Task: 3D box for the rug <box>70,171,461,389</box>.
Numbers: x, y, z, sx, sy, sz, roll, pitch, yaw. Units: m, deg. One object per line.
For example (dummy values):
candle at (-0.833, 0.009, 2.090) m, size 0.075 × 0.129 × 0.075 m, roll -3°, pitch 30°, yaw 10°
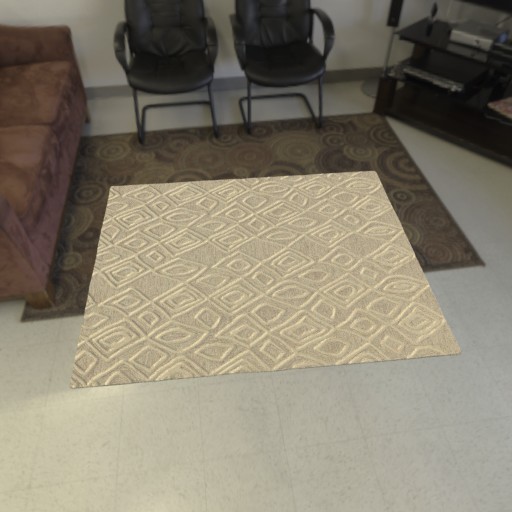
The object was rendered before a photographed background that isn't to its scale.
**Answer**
rug at (0.000, 0.000, 4.240) m, size 3.049 × 0.025 × 2.449 m, roll -4°, pitch 47°, yaw -4°
